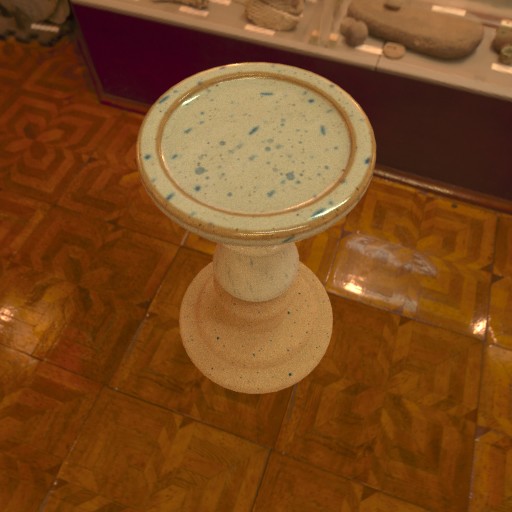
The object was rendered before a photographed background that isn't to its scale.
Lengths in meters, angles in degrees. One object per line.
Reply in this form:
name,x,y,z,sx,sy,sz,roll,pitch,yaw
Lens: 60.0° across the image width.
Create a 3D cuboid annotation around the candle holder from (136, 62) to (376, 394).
candle holder,0.000,0.000,0.277,0.123,0.202,0.123,0,59,0
